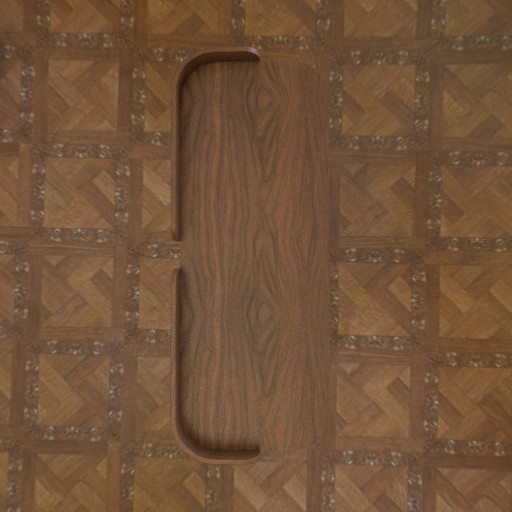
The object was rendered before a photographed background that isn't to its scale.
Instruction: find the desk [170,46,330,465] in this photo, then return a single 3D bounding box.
[{"bbox_3d":[0.000,0.000,1.730,0.486,0.800,1.256,0,89,2],"label":"desk"}]
